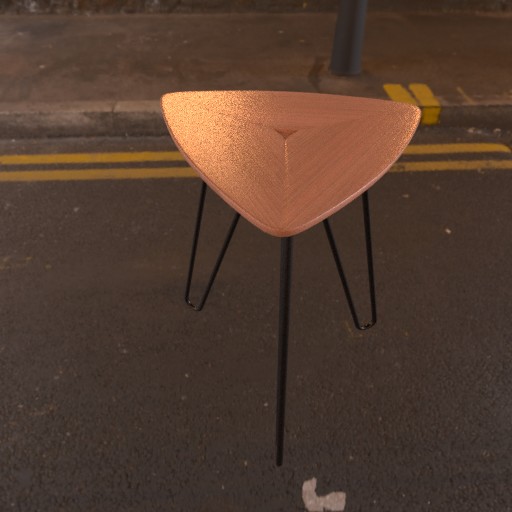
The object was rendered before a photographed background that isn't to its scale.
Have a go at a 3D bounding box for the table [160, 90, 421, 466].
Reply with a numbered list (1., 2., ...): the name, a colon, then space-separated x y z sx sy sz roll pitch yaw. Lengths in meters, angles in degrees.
1. table: 0.000 0.000 0.889 0.455 0.564 0.442 25 47 26
